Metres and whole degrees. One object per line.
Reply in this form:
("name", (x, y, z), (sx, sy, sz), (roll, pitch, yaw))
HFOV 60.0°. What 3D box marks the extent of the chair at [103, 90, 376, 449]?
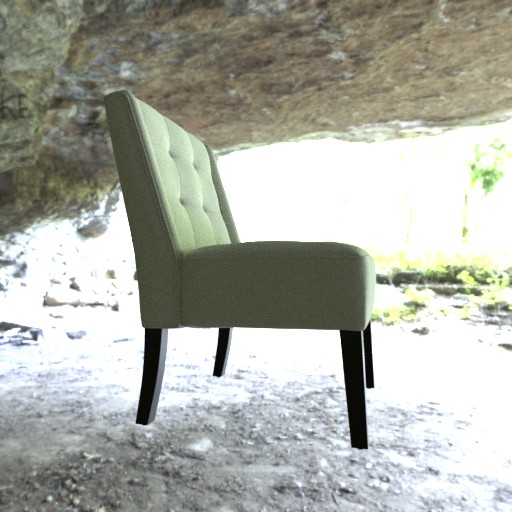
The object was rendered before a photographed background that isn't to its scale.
("chair", (0.000, 0.000, 1.300), (0.676, 0.853, 0.569), (0, -2, 16))
